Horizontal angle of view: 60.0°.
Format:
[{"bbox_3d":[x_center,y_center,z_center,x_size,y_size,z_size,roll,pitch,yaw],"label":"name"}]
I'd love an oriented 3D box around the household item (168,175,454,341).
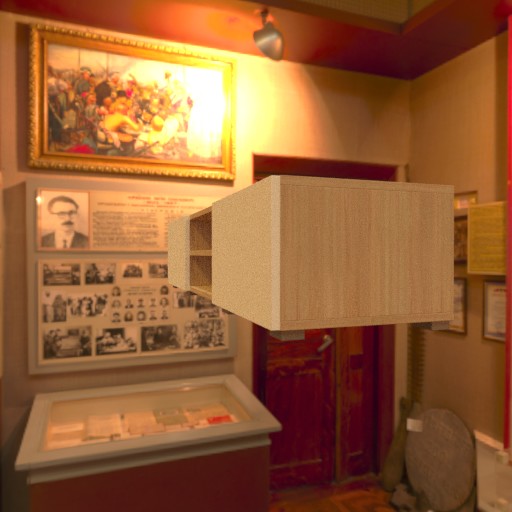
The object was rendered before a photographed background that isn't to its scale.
[{"bbox_3d":[0.000,0.000,1.547,0.420,0.310,1.400,0,0,-19],"label":"household item"}]
